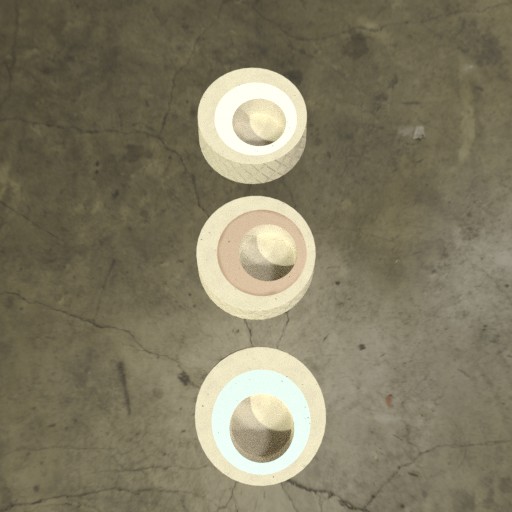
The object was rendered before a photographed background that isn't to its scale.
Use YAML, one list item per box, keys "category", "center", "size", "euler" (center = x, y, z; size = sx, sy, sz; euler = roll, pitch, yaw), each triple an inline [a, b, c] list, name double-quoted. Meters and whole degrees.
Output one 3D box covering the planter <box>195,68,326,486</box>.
- category: "planter"
  center: [0.000, 0.000, 0.415]
  size: [0.114, 0.038, 0.390]
  euler: [-1, 75, 0]
